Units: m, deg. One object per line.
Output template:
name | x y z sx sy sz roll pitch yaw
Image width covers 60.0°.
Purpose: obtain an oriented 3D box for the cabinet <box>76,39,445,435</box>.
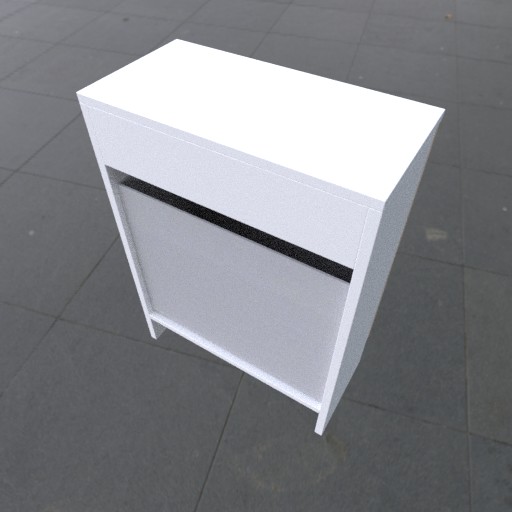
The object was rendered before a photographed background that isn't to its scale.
cabinet | 0.000 0.000 1.093 0.600 0.815 0.296 24 51 21
